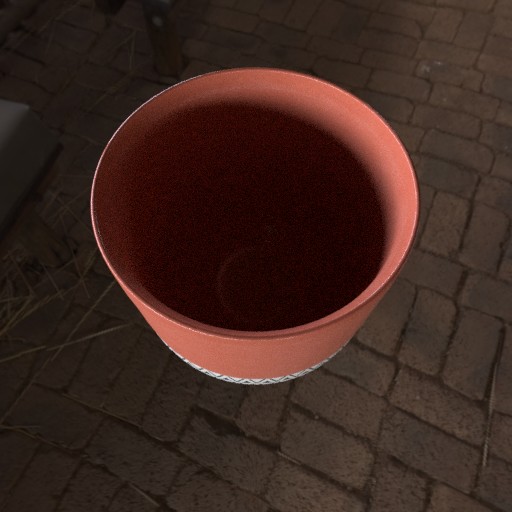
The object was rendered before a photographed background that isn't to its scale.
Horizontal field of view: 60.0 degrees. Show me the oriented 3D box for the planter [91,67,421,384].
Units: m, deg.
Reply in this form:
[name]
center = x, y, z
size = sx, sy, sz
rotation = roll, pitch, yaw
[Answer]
[planter]
center = 0.000, 0.000, 0.480
size = 0.266, 0.270, 0.266
rotation = 0, 63, 0
